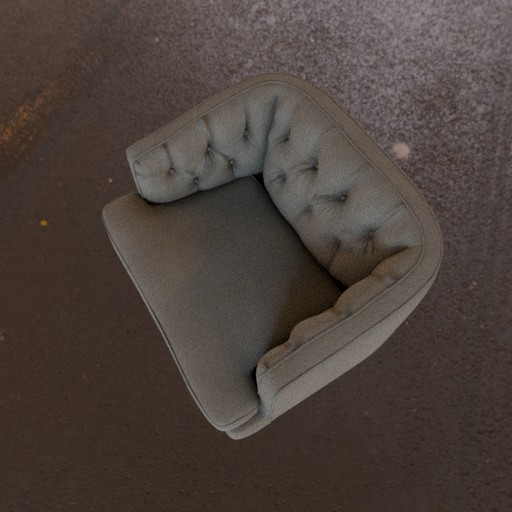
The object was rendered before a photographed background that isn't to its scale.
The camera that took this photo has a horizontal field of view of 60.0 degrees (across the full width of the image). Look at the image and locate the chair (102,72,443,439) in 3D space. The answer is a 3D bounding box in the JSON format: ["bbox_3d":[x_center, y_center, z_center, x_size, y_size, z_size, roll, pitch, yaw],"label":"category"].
[{"bbox_3d":[0.000,0.000,1.779,0.945,0.852,1.094,-28,66,-14],"label":"chair"}]
